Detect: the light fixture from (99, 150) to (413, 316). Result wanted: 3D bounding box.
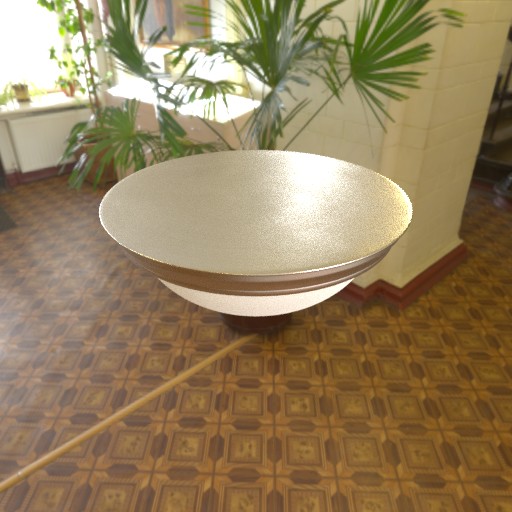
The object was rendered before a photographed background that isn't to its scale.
[{"bbox_3d":[0.000,0.000,0.446,0.280,0.135,0.280,0,30,0],"label":"light fixture"}]
